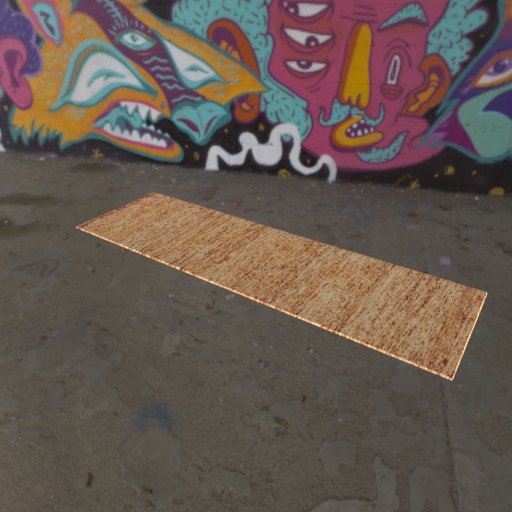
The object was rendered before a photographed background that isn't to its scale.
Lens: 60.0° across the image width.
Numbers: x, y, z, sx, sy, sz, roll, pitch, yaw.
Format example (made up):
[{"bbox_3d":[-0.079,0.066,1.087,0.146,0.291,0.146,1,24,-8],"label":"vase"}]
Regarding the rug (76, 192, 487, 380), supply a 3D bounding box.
[{"bbox_3d":[0.000,0.000,2.437,2.237,0.014,0.680,19,36,29],"label":"rug"}]
